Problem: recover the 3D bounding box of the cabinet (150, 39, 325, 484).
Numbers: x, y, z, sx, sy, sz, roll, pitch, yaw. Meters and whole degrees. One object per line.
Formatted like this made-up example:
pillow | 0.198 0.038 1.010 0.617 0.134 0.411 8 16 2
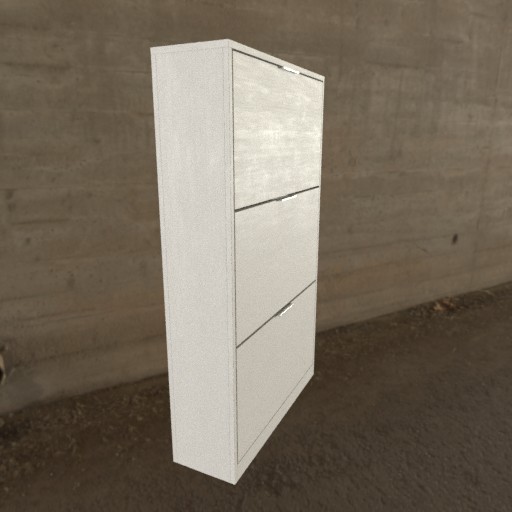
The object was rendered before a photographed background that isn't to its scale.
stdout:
cabinet | 0.000 0.000 1.598 0.250 1.280 0.750 7 16 25
